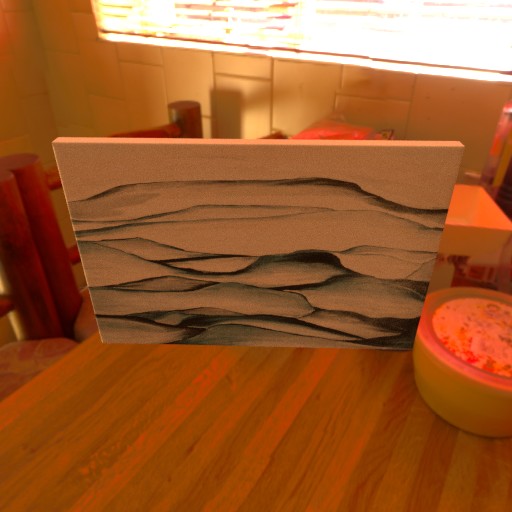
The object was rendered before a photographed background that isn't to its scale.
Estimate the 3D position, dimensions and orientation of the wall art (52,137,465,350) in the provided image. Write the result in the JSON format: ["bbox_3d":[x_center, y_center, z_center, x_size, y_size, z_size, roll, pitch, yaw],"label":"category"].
[{"bbox_3d":[0.000,0.000,1.157,0.914,0.609,0.039,1,33,2],"label":"wall art"}]
